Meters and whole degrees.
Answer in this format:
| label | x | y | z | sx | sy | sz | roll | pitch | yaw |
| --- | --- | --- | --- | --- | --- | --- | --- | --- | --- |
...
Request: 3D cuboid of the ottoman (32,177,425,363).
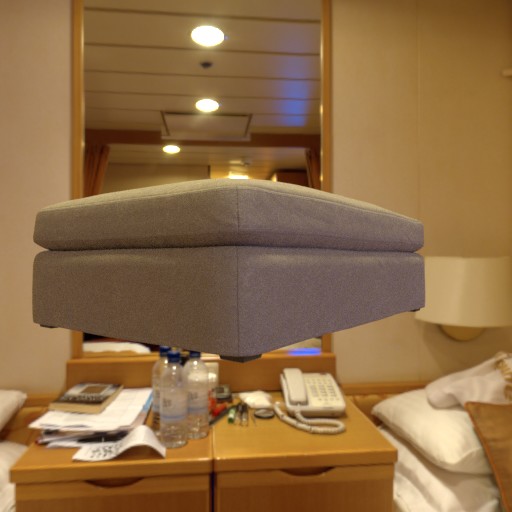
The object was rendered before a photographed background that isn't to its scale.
| label | x | y | z | sx | sy | sz | roll | pitch | yaw |
| --- | --- | --- | --- | --- | --- | --- | --- | --- | --- |
| ottoman | 0.000 | 0.000 | 1.545 | 0.840 | 0.429 | 1.199 | 0 | -1 | 37 |
